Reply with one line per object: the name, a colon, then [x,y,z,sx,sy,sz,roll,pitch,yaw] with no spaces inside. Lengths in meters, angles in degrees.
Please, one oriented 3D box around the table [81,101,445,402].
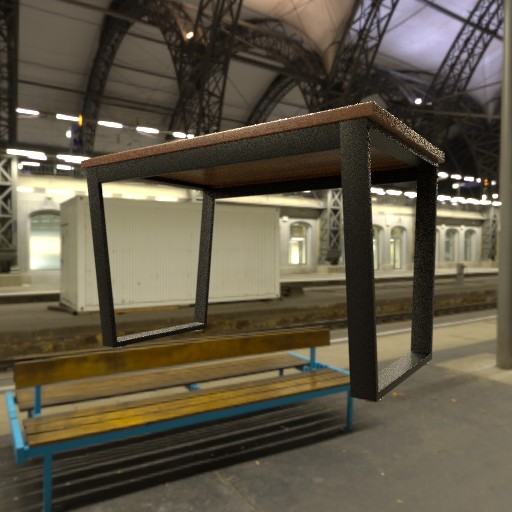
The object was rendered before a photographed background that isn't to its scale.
table: [0.000,0.000,1.706,1.205,0.760,0.714,1,1,36]
